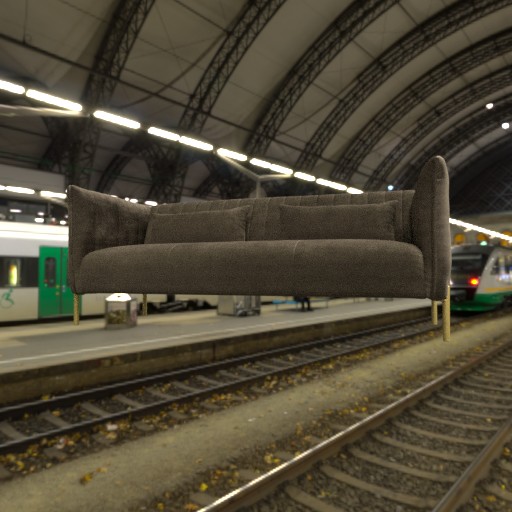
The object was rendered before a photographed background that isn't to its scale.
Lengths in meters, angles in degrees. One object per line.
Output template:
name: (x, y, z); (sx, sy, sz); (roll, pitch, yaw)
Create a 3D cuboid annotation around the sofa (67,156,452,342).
sofa: (0.000, 0.000, 2.506); (1.980, 0.780, 0.876); (-1, -3, 19)
